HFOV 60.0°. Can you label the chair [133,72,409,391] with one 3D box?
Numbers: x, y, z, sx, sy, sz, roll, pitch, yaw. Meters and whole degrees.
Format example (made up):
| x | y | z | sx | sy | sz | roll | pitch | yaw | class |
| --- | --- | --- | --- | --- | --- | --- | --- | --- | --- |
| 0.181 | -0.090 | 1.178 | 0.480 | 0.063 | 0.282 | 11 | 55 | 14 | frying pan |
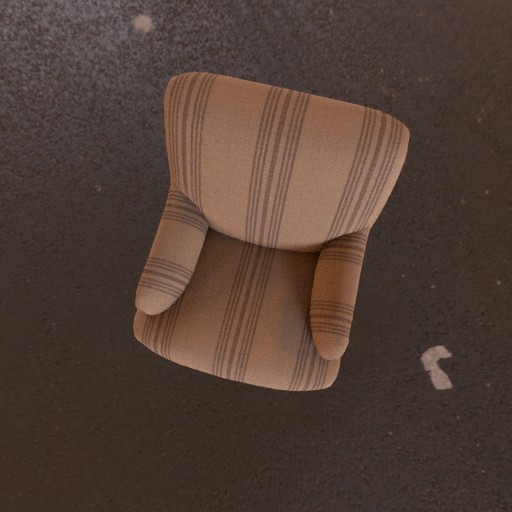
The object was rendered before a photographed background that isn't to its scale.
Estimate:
| x | y | z | sx | sy | sz | roll | pitch | yaw | class |
| --- | --- | --- | --- | --- | --- | --- | --- | --- | --- |
| 0.000 | 0.000 | 1.653 | 0.813 | 0.940 | 0.914 | 14 | 76 | 3 | chair |
